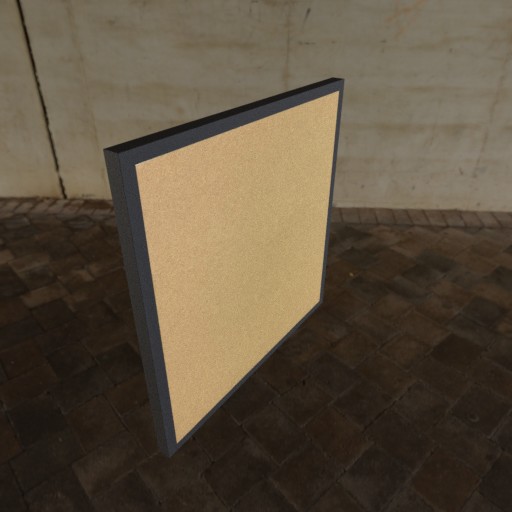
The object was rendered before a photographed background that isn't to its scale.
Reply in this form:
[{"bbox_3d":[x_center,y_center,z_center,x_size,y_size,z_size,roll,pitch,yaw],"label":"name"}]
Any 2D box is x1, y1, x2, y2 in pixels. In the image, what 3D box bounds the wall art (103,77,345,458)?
[{"bbox_3d":[0.000,0.000,1.146,0.037,0.760,0.762,21,37,30],"label":"wall art"}]
